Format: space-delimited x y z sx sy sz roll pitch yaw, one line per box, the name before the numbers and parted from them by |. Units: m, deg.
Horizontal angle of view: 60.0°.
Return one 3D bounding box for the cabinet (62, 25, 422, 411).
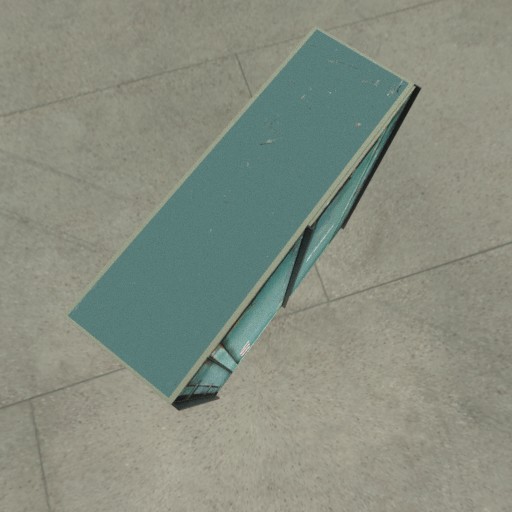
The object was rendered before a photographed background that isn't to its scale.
cabinet | 0.000 0.000 3.187 0.680 2.160 2.000 36 77 10
